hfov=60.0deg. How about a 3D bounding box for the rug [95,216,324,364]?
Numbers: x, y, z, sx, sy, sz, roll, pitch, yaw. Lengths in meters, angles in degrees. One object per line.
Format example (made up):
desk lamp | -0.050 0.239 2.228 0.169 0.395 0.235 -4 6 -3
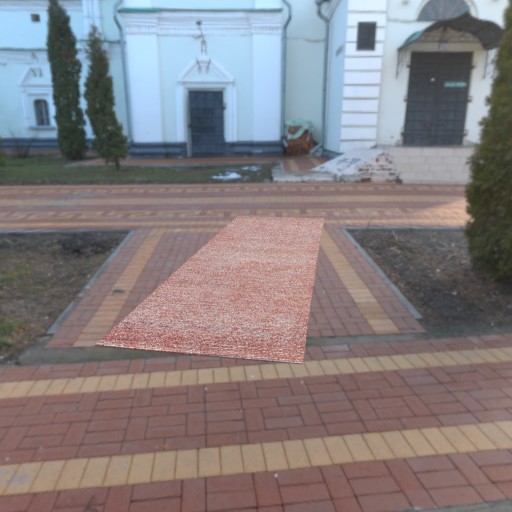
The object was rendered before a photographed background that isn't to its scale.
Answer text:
rug | 0.000 0.000 2.573 0.718 0.013 2.353 3 17 10
